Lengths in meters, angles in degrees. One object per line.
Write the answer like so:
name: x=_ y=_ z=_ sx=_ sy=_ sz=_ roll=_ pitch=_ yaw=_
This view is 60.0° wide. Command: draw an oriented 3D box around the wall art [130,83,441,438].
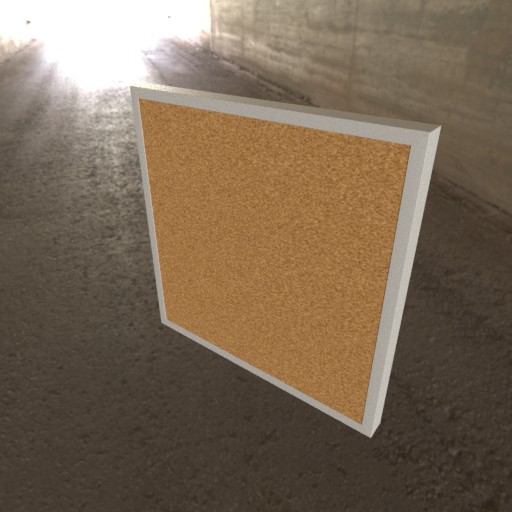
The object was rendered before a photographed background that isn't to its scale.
wall art: x=0.000 y=0.000 z=0.756 sx=0.506 sy=0.505 sz=0.038 roll=21 pitch=36 yaw=31
